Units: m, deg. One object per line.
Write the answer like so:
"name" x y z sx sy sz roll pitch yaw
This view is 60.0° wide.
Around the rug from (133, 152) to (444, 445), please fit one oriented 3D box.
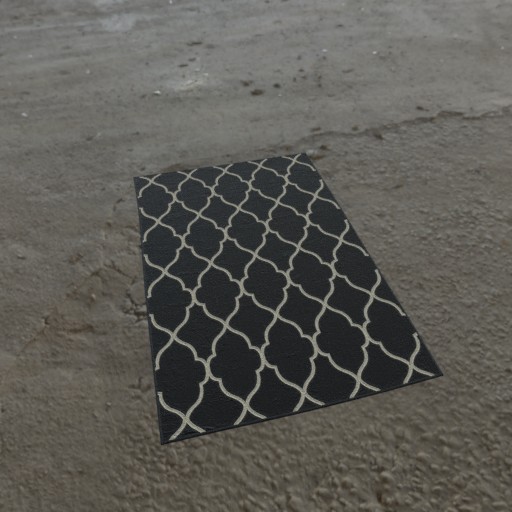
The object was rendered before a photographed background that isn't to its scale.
"rug" 0.000 0.000 3.035 1.526 0.014 2.290 -10 46 -10
